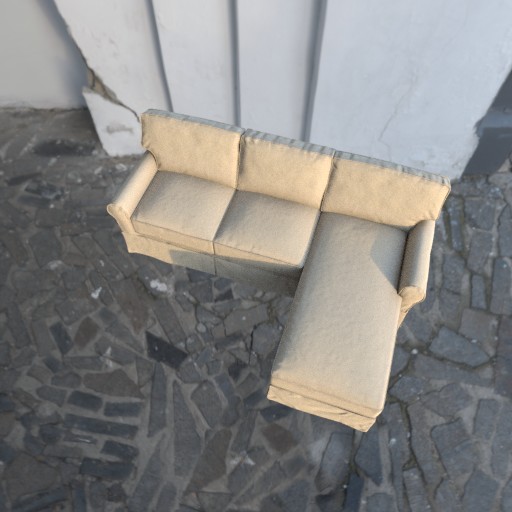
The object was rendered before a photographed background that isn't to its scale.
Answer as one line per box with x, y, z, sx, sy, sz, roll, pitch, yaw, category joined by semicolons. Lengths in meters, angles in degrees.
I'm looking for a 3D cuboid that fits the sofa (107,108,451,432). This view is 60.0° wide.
0.000;0.000;3.330;2.475;0.978;1.733;16;59;10;sofa
